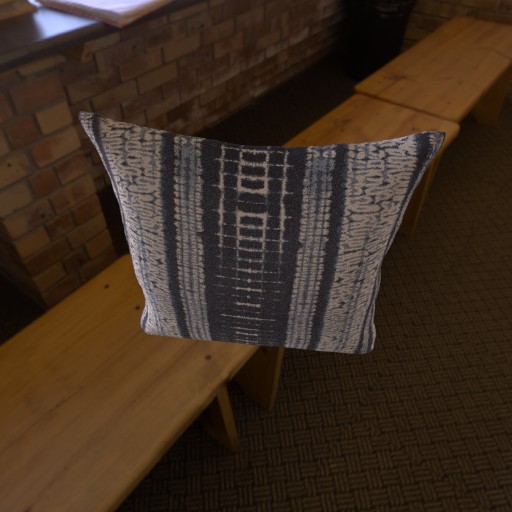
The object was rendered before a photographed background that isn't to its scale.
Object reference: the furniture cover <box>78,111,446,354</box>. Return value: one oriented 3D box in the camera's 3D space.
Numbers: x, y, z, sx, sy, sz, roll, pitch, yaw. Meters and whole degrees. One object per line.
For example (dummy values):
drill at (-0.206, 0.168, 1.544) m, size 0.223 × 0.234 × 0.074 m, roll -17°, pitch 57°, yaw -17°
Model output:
furniture cover at (0.000, 0.000, 0.660) m, size 0.425 × 0.435 × 0.133 m, roll 4°, pitch 45°, yaw 4°
